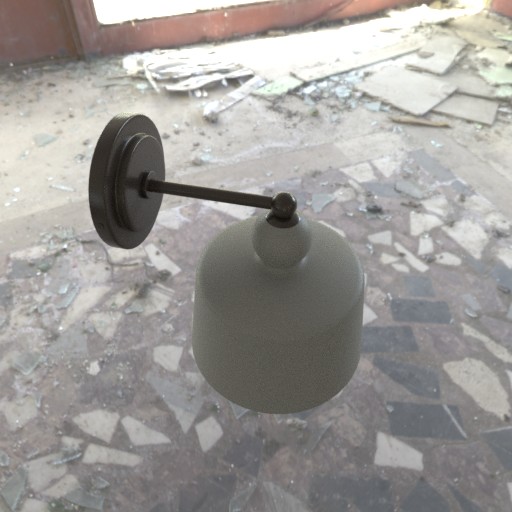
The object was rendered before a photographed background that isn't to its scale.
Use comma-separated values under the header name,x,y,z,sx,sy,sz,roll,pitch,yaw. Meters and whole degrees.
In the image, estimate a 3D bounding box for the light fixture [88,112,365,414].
name,x,y,z,sx,sy,sz,roll,pitch,yaw
light fixture,0.000,0.000,0.449,0.254,0.268,0.204,9,47,9
